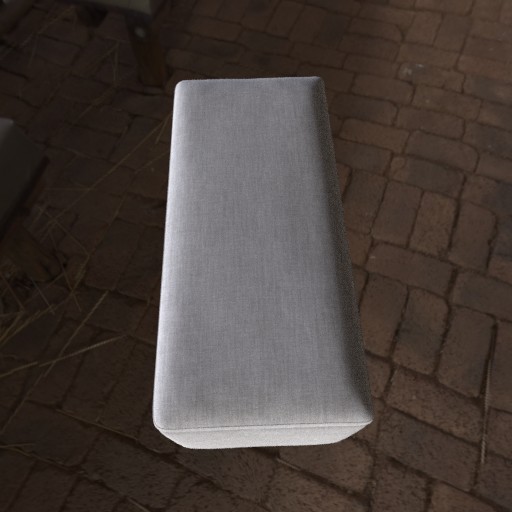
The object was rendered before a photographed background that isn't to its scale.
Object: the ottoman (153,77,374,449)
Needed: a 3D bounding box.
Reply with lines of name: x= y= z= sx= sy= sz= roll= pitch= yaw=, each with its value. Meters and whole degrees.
ottoman: x=0.000 y=0.000 z=1.154 sx=0.419 sy=0.432 sz=0.902 roll=-2 pitch=62 yaw=-1
